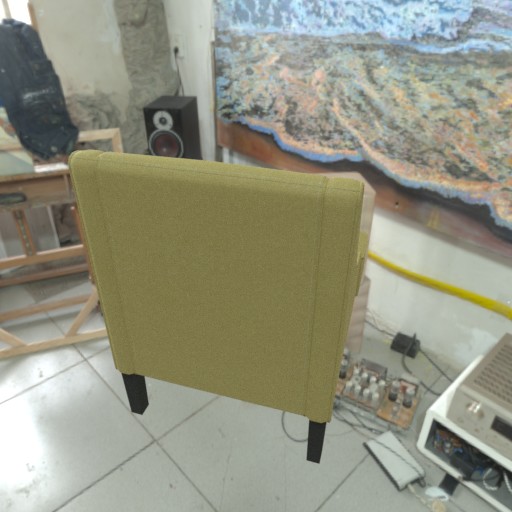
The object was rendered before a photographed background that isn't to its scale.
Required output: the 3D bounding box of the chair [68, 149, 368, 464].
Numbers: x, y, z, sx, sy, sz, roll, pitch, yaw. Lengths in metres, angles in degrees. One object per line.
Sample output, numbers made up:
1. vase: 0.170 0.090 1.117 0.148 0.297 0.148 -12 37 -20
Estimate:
1. chair: 0.000 0.000 1.490 0.696 0.896 0.814 9 33 14
